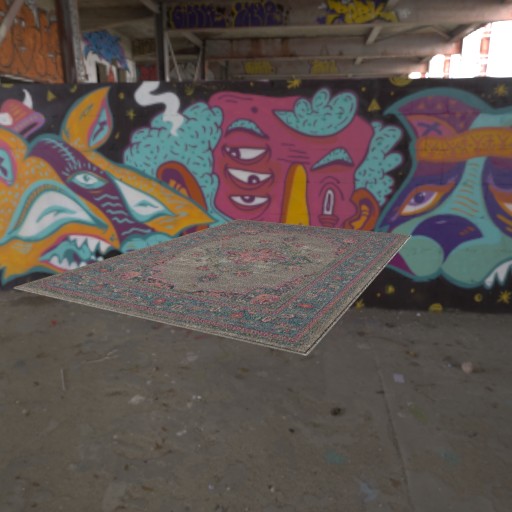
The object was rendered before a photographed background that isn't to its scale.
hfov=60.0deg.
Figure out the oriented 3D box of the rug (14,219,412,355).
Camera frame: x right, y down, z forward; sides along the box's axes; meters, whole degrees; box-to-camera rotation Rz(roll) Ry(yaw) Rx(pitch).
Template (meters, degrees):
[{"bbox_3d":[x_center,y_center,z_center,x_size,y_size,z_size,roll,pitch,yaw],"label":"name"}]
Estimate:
[{"bbox_3d":[0.000,0.000,3.629,2.005,0.013,2.890,7,16,27],"label":"rug"}]
